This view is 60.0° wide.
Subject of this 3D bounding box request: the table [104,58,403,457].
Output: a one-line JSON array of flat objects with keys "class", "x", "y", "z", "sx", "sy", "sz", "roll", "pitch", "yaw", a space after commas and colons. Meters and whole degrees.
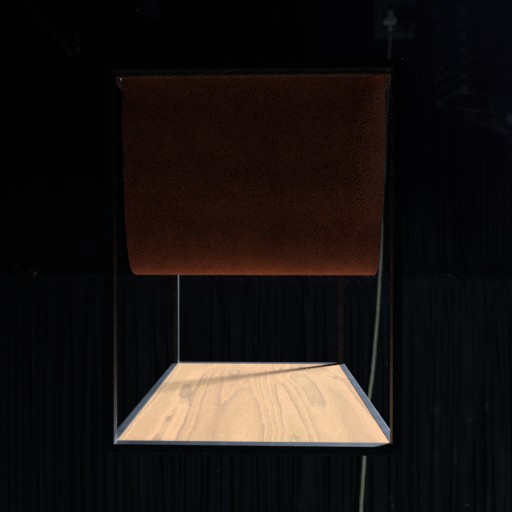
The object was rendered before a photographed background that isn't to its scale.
[{"class": "table", "x": 0.000, "y": 0.000, "z": 0.817, "sx": 0.399, "sy": 0.536, "sz": 0.450, "roll": 0, "pitch": 0, "yaw": 1}]
